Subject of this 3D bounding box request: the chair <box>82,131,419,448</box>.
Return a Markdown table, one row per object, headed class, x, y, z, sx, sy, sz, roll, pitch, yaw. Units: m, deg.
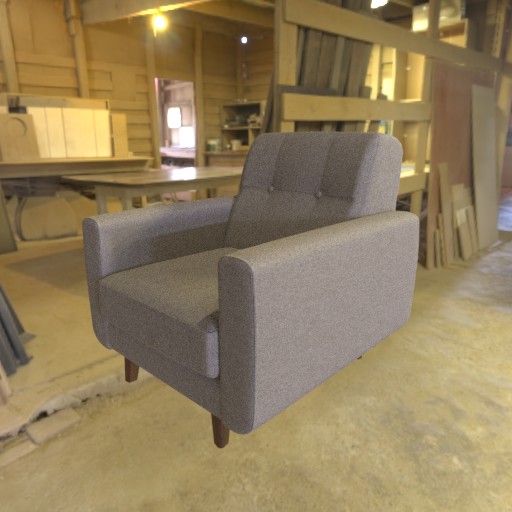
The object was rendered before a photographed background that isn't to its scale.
| class | x | y | z | sx | sy | sz | roll | pitch | yaw |
| --- | --- | --- | --- | --- | --- | --- | --- | --- | --- |
| chair | 0.000 | 0.000 | 1.545 | 0.831 | 0.839 | 0.907 | 14 | 21 | 42 |
